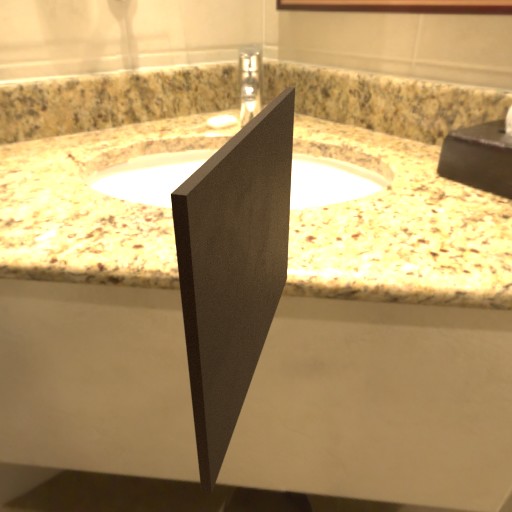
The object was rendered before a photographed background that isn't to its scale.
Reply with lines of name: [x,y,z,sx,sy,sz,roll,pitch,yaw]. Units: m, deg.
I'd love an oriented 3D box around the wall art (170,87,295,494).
wall art: [0.000,0.000,1.587,0.034,0.952,1.207,7,31,12]
